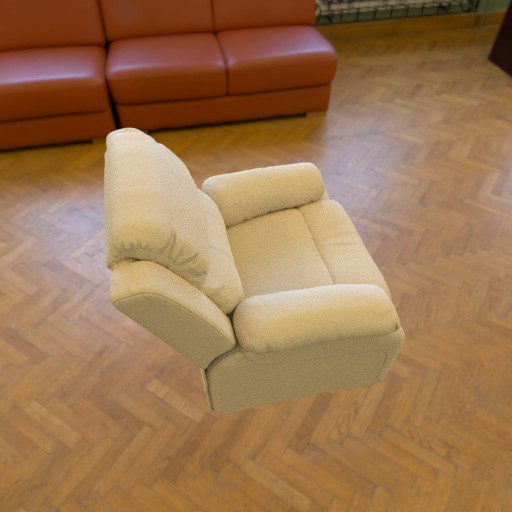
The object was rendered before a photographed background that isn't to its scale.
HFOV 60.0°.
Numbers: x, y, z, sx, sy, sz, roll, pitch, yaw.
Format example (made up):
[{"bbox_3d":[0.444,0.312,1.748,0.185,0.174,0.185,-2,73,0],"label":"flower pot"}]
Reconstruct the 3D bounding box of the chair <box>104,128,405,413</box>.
[{"bbox_3d":[0.000,0.000,1.263,0.709,0.702,0.680,-10,48,-9],"label":"chair"}]
